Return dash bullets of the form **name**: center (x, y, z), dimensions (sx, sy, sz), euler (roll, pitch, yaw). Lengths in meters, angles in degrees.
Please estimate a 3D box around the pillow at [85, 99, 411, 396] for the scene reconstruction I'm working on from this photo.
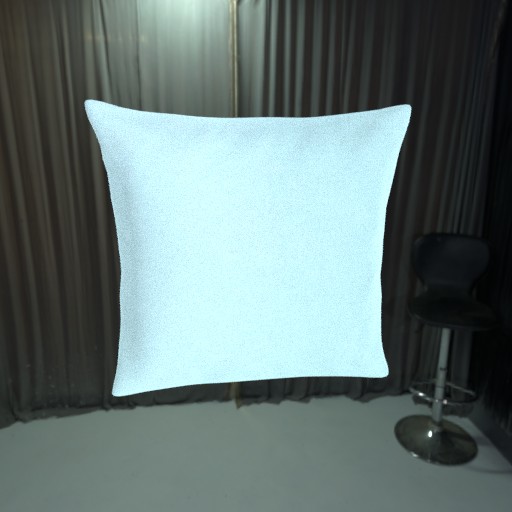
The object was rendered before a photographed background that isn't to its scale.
- **pillow**: center (0.000, 0.000, 0.772), dimensions (0.525, 0.508, 0.166), euler (-2, 14, -8)
